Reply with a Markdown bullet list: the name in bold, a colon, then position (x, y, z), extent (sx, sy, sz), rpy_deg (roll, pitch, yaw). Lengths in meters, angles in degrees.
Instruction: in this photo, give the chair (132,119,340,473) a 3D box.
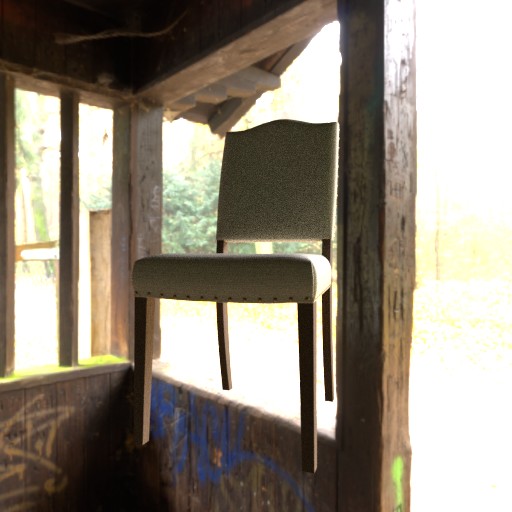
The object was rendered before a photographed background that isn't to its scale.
- **chair**: position (0.000, 0.000, 1.398), extent (0.508, 1.015, 0.619), rpy_deg (0, 0, 19)
